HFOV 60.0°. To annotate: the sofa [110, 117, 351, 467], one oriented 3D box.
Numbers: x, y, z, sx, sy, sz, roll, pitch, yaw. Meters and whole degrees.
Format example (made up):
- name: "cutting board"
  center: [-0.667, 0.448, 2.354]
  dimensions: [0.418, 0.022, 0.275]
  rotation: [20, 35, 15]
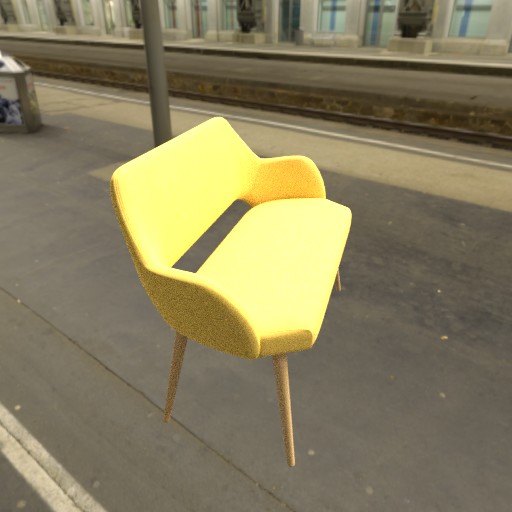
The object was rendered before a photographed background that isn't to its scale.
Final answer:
- name: "sofa"
  center: [0.000, 0.000, 1.653]
  dimensions: [0.610, 0.840, 1.150]
  rotation: [9, 30, 15]
